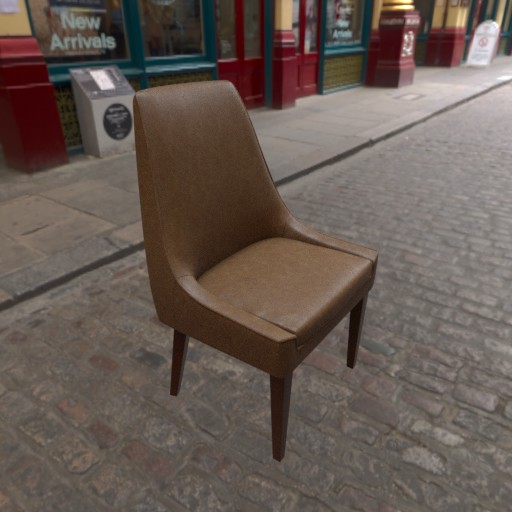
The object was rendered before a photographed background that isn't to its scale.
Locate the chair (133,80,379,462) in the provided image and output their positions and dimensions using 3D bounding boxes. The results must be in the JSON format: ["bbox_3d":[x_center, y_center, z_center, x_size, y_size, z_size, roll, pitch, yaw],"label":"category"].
[{"bbox_3d":[0.000,0.000,1.225,0.544,0.861,0.529,18,32,32],"label":"chair"}]
